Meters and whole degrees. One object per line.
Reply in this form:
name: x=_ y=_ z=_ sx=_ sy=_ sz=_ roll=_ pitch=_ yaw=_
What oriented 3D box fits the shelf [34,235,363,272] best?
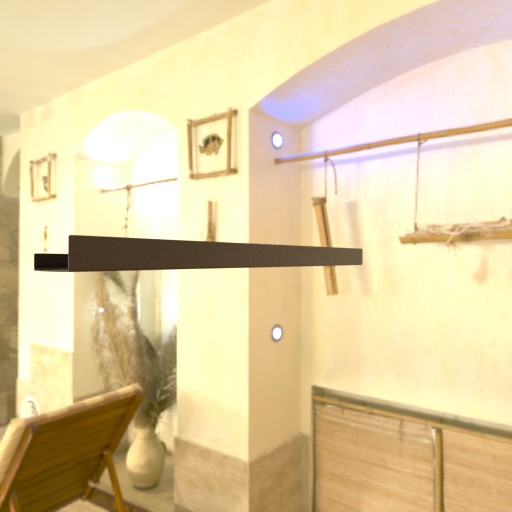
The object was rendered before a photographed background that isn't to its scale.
shelf: x=0.000 y=0.000 z=0.969 sx=0.092 sy=0.049 sz=0.924 roll=0 pitch=-1 yaw=37
